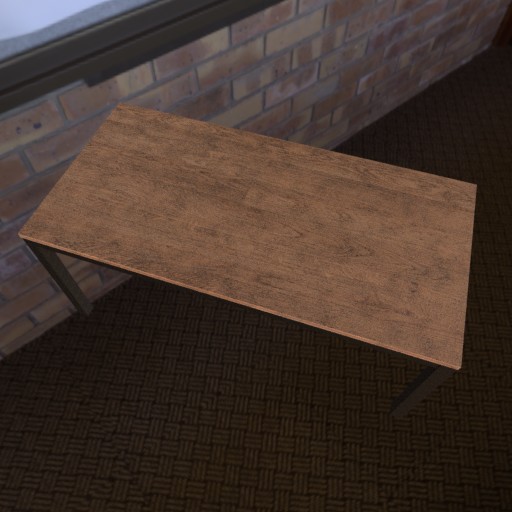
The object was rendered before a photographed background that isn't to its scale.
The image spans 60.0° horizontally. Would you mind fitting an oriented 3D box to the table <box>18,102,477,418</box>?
[{"bbox_3d":[0.000,0.000,2.252,1.805,0.767,0.893,16,58,10],"label":"table"}]
